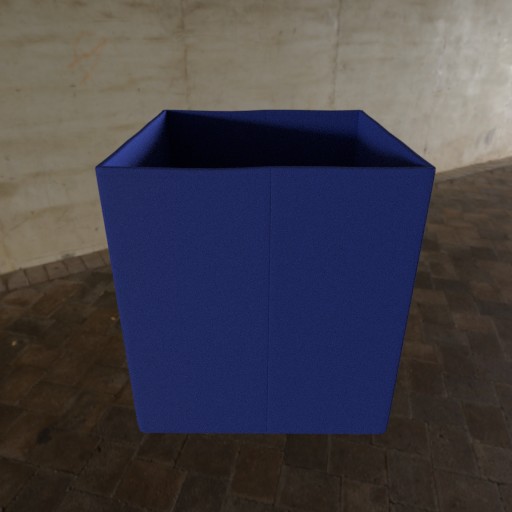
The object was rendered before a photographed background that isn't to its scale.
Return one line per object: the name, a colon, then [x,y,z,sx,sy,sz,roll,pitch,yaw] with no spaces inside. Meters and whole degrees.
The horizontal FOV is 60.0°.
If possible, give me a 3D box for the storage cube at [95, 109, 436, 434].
storage cube: [0.000,0.000,0.505,0.270,0.280,0.270,0,27,0]
